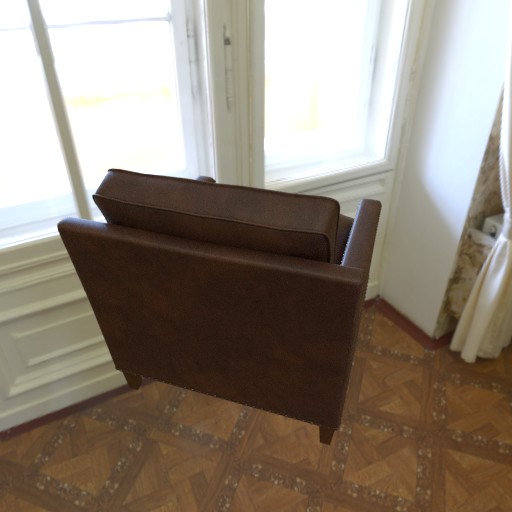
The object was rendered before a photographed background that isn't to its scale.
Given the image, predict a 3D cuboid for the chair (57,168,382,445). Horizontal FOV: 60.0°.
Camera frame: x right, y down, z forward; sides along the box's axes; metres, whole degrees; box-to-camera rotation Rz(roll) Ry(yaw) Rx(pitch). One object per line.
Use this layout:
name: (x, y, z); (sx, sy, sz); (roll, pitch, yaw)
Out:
chair: (0.000, 0.000, 1.701); (0.853, 0.929, 1.014); (10, 35, 15)
